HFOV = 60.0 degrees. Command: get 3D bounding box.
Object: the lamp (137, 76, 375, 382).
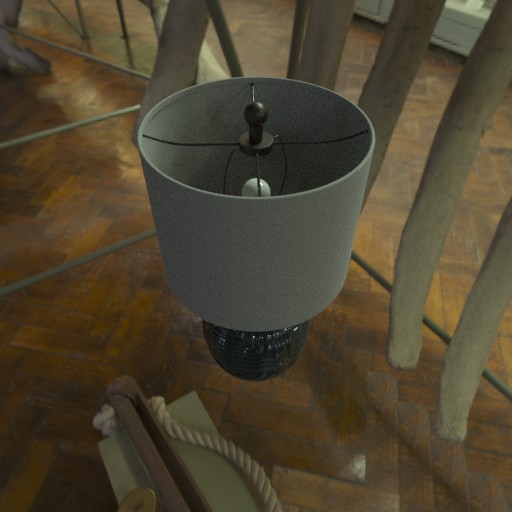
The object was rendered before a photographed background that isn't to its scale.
[{"bbox_3d":[0.000,0.000,0.777,0.318,0.567,0.318,0,45,0],"label":"lamp"}]
